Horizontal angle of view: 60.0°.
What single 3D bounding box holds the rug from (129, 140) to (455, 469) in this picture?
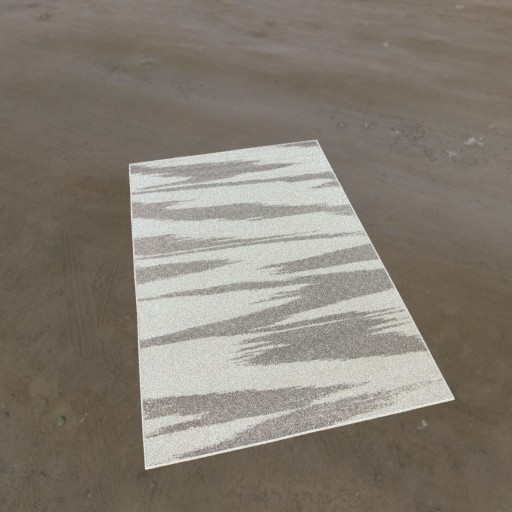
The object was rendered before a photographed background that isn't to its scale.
[{"bbox_3d":[0.000,0.000,2.264,1.225,0.008,1.827,-9,50,-8],"label":"rug"}]
